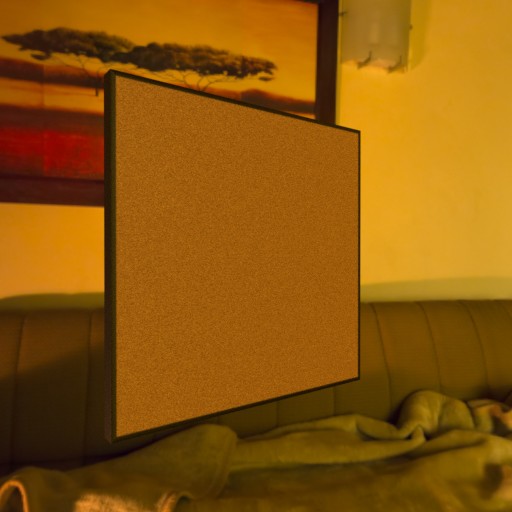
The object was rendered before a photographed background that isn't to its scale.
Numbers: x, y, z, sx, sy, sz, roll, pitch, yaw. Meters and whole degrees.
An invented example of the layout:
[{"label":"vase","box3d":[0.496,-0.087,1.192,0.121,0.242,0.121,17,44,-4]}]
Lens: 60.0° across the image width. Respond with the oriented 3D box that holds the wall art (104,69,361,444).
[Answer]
[{"label":"wall art","box3d":[0.000,0.000,0.767,0.513,0.511,0.028,0,1,-37]}]
